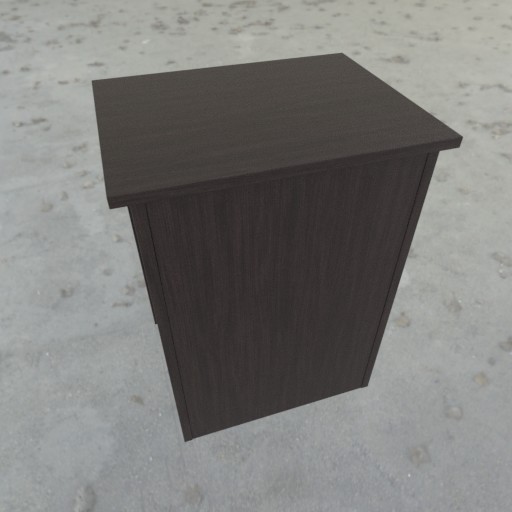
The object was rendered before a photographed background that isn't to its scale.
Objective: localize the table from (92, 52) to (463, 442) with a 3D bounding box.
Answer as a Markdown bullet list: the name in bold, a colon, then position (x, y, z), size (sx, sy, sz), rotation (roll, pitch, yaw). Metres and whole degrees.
- **table**: position (0.000, 0.000, 0.904), size (0.480, 0.635, 0.381), rotation (-12, 43, -13)
